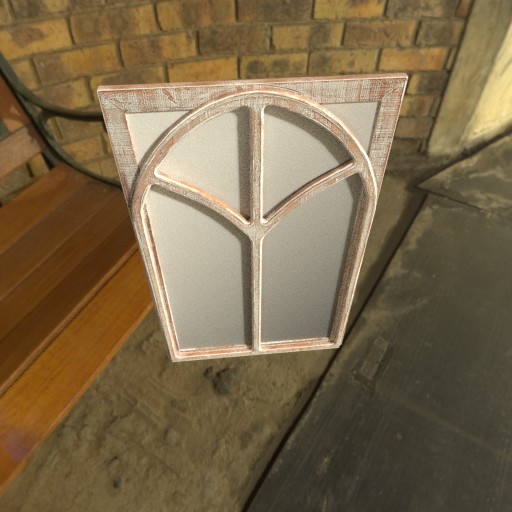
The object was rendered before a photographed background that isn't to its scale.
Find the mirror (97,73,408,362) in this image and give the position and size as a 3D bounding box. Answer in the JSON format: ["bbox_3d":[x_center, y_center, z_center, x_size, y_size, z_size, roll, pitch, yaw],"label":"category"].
[{"bbox_3d":[0.000,0.000,0.982,0.495,0.787,0.058,-4,46,-4],"label":"mirror"}]
